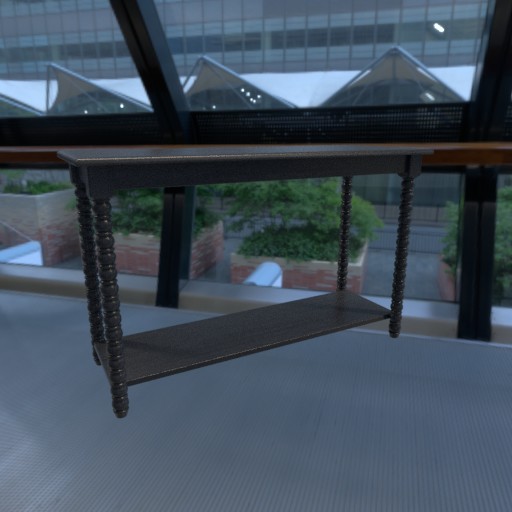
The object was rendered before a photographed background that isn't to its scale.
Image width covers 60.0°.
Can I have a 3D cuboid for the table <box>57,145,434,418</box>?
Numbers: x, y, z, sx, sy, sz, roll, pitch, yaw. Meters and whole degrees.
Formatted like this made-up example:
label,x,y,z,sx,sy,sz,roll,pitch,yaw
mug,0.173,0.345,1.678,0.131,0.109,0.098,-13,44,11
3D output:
label,x,y,z,sx,sy,sz,roll,pitch,yaw
table,0.000,0.000,1.572,1.184,0.735,0.459,-8,18,-27
